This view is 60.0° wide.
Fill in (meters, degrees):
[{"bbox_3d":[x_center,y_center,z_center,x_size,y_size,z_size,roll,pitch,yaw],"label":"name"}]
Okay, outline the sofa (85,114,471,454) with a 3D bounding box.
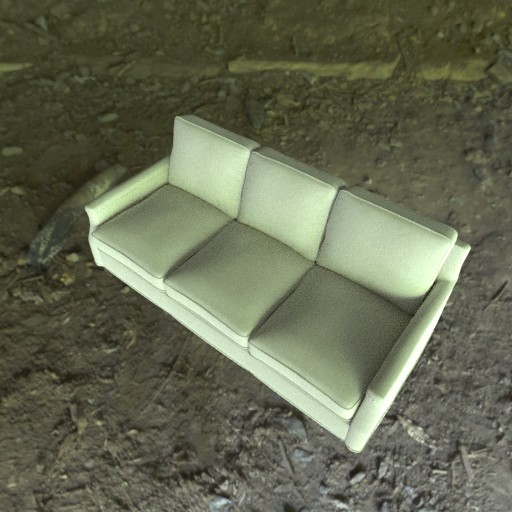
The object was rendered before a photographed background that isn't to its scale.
[{"bbox_3d":[0.000,0.000,2.847,2.246,1.003,1.084,30,53,26],"label":"sofa"}]
